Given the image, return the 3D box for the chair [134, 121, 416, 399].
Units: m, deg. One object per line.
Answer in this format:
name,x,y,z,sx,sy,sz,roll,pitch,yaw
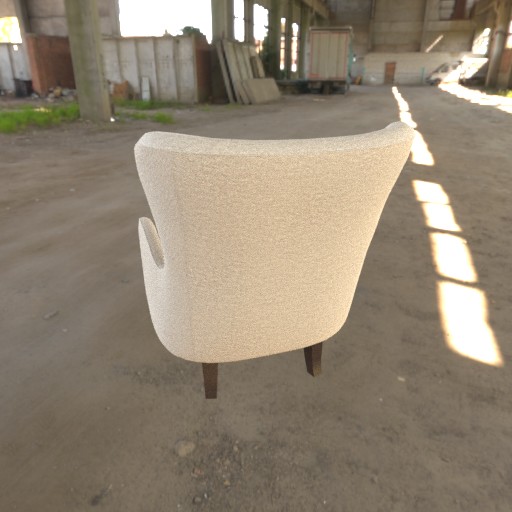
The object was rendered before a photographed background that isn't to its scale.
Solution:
chair,0.000,0.000,1.746,0.861,1.064,0.984,-7,24,-16
